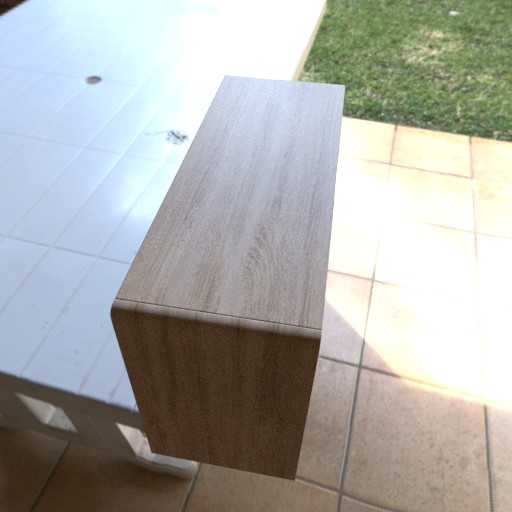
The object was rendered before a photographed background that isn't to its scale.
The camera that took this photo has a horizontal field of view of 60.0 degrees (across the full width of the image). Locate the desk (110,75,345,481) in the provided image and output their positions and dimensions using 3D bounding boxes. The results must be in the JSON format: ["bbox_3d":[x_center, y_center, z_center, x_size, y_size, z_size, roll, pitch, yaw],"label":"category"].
[{"bbox_3d":[0.000,0.000,1.669,0.500,0.750,1.300,8,48,7],"label":"desk"}]
